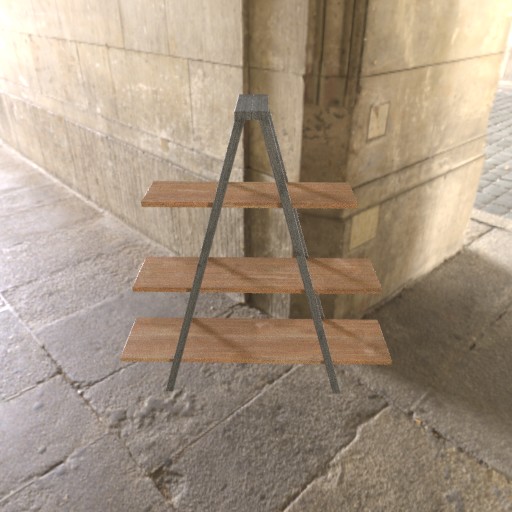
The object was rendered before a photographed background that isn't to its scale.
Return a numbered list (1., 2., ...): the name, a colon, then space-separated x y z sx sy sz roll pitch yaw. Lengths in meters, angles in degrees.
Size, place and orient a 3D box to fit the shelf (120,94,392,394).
1. shelf: 0.000 0.000 2.700 1.746 1.808 0.508 1 30 1
